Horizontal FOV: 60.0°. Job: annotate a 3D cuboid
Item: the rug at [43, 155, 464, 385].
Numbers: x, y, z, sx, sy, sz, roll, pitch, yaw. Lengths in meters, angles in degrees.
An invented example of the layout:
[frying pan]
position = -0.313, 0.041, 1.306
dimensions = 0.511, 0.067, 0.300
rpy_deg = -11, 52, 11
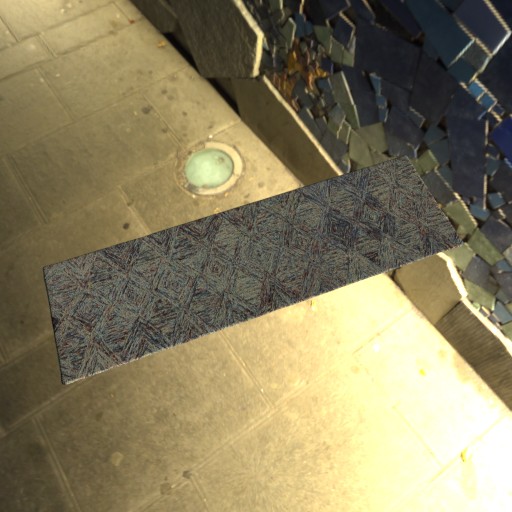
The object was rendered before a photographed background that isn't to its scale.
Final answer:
[rug]
position = 0.000, 0.000, 2.505
dimensions = 2.292, 0.015, 0.688
rpy_deg = -18, 65, -9
